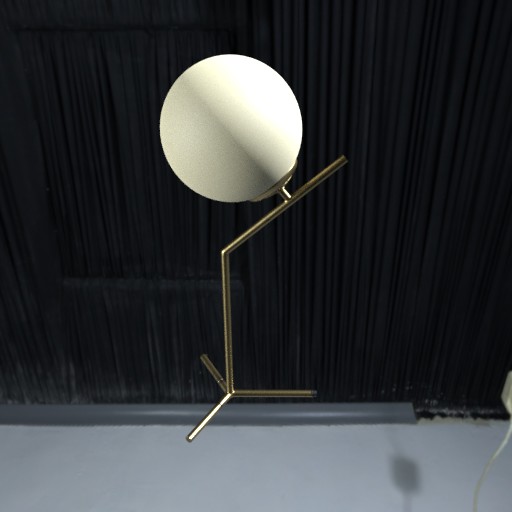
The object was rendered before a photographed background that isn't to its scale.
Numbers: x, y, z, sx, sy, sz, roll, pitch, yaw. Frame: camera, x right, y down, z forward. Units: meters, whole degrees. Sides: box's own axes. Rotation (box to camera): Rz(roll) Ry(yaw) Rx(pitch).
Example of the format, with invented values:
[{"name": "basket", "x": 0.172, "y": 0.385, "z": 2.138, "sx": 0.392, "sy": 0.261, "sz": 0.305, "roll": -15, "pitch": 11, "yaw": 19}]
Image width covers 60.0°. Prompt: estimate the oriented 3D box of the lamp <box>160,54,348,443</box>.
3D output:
[{"name": "lamp", "x": 0.000, "y": 0.000, "z": 0.667, "sx": 0.251, "sy": 0.552, "sz": 0.210, "roll": 0, "pitch": 26, "yaw": 0}]
